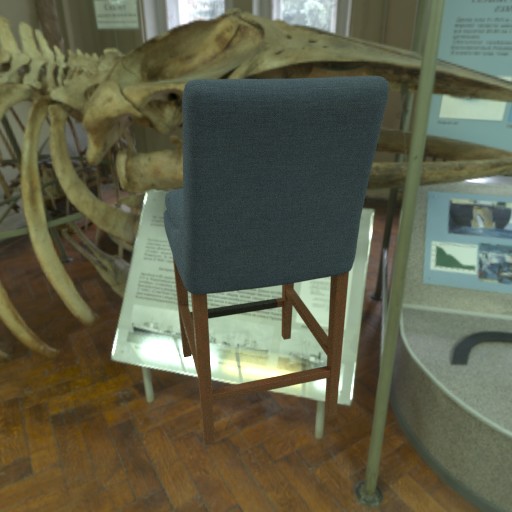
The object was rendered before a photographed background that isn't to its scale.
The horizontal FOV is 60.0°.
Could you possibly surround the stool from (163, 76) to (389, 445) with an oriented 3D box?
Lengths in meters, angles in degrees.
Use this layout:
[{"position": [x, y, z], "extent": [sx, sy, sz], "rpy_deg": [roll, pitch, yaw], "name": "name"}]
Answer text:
[{"position": [0.000, 0.000, 1.272], "extent": [0.470, 0.981, 0.577], "rpy_deg": [-7, 26, -15], "name": "stool"}]
